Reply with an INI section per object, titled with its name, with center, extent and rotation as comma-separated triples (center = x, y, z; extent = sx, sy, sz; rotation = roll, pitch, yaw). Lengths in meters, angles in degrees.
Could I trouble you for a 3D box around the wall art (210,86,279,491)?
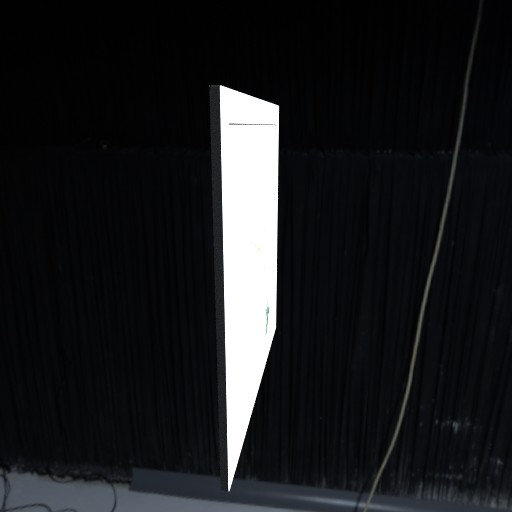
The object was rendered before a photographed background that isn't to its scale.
[wall art]
center = 0.000, 0.000, 0.879
extent = 0.013, 0.584, 0.584
rotation = 3, 17, 9
